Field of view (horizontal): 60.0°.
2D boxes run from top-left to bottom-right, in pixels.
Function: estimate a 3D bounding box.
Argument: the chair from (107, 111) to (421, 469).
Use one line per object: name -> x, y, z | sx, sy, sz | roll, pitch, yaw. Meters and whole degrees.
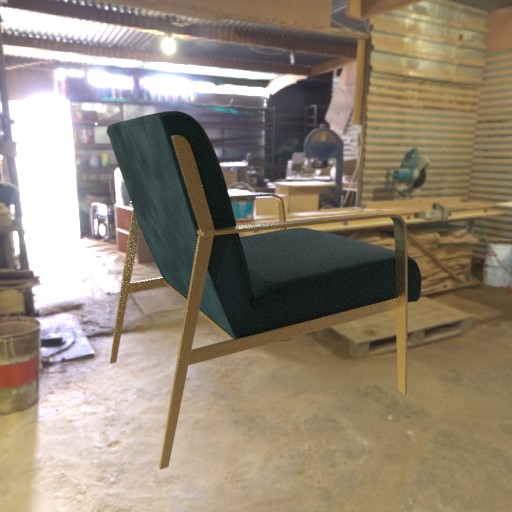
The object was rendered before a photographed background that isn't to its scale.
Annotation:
chair -> 0.000, 0.000, 1.432 | 0.859, 0.831, 0.692 | -7, 15, -27
